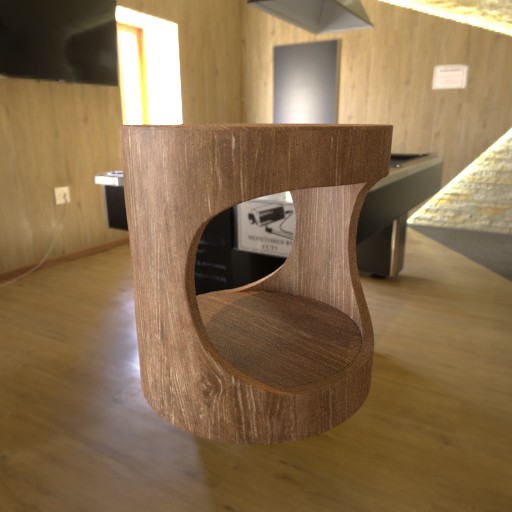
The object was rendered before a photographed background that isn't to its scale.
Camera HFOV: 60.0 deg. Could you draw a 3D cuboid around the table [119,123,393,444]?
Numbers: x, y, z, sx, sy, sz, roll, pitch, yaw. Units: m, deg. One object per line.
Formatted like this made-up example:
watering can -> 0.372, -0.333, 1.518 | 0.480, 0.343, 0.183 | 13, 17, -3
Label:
table -> 0.000, 0.000, 0.968 | 0.527, 0.551, 0.527 | 0, 17, 0
